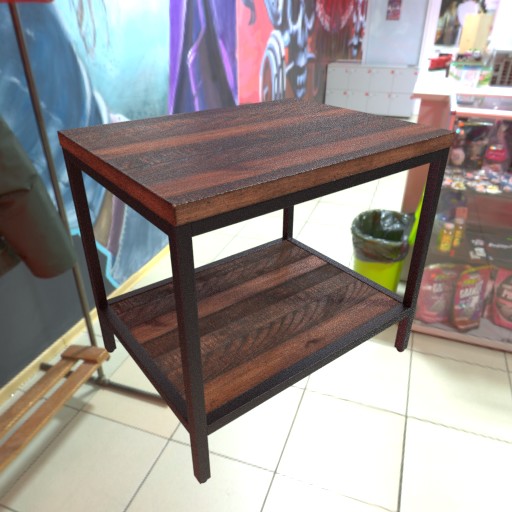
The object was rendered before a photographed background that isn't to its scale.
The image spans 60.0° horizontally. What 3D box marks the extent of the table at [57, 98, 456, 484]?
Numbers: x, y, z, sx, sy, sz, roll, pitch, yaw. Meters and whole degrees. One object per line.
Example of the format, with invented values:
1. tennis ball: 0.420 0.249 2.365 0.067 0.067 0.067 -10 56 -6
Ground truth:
1. table: 0.000 0.000 1.098 0.678 0.612 0.524 -20 35 -32
